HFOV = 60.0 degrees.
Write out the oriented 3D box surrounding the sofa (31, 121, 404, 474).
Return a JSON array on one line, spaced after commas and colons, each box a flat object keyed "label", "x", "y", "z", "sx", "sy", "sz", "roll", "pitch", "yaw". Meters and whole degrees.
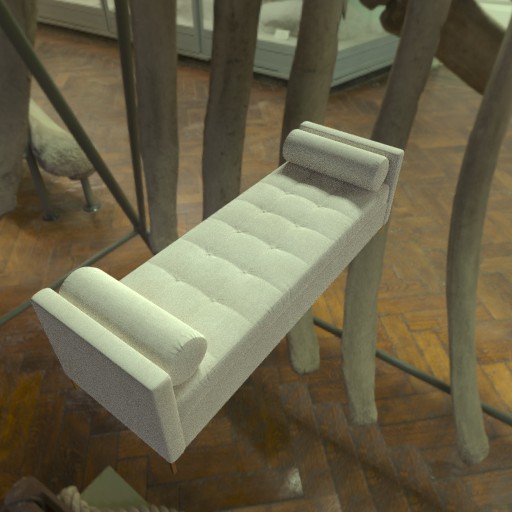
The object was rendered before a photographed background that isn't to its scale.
[{"label": "sofa", "x": 0.000, "y": 0.000, "z": 2.321, "sx": 0.686, "sy": 0.635, "sz": 1.981, "roll": 26, "pitch": 47, "yaw": 27}]
